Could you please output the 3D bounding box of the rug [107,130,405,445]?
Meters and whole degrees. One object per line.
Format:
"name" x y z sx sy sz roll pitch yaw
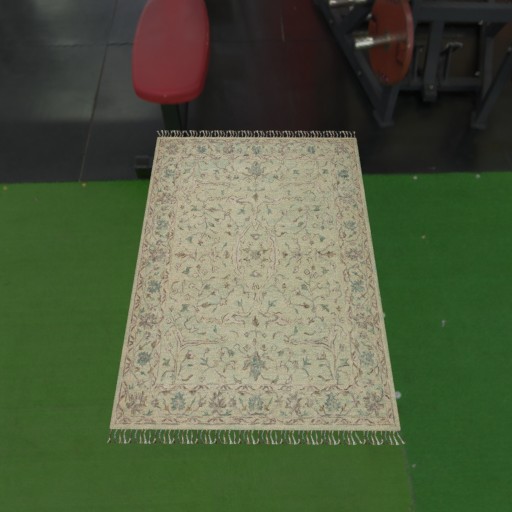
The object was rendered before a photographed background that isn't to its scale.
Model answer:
"rug" 0.000 0.000 2.284 1.247 0.008 1.802 0 59 0
